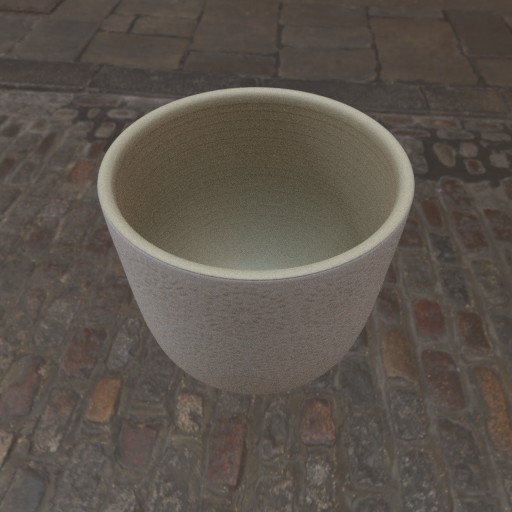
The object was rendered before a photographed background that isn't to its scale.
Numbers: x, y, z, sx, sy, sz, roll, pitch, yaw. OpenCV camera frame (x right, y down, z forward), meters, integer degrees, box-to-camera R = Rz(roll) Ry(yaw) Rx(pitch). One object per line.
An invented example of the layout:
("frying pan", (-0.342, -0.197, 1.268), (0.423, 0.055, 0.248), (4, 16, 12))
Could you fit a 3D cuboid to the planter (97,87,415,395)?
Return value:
("planter", (0.000, 0.000, 0.367), (0.208, 0.190, 0.208), (0, 47, 0))
